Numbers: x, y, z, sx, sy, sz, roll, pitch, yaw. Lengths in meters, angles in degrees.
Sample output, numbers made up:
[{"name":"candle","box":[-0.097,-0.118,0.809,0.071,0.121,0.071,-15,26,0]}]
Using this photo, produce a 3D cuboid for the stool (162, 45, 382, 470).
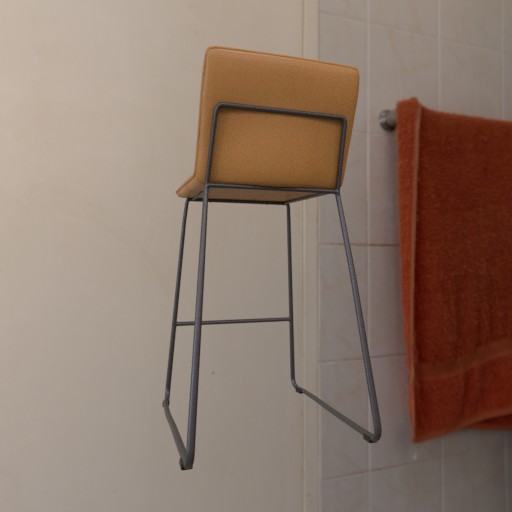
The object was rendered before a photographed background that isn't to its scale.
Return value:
[{"name":"stool","box":[0.000,0.000,1.259,0.489,0.936,0.524,0,-1,-18]}]
